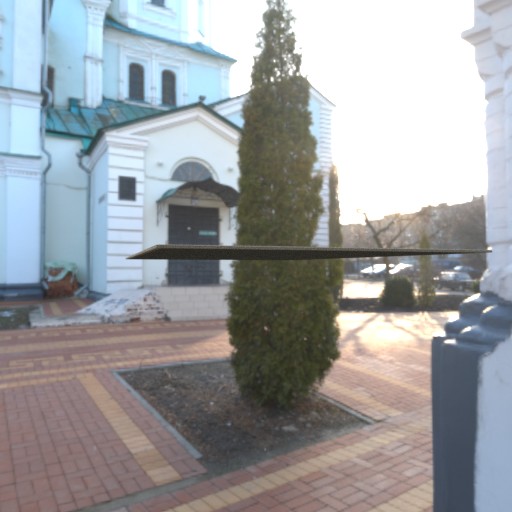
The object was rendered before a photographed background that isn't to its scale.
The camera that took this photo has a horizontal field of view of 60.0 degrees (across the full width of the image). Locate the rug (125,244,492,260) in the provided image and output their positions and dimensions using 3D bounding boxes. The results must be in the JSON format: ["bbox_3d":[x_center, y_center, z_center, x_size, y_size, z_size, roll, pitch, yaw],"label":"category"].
[{"bbox_3d":[0.000,0.000,2.295,1.219,0.010,1.829,1,-2,-19],"label":"rug"}]
